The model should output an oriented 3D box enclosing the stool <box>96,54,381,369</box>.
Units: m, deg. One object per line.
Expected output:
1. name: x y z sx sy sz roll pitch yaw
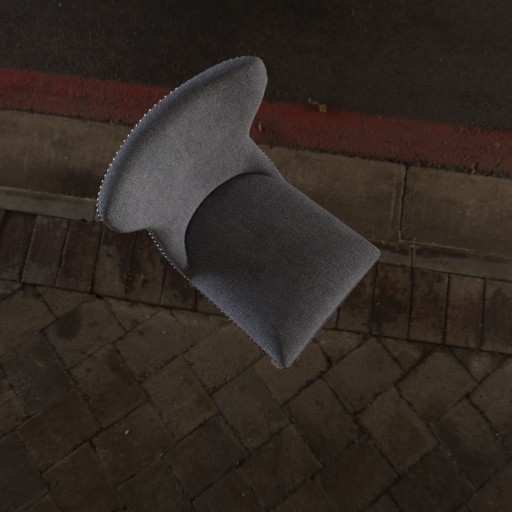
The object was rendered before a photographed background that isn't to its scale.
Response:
1. stool: 0.000 0.000 1.419 0.606 1.123 0.494 40 80 9
